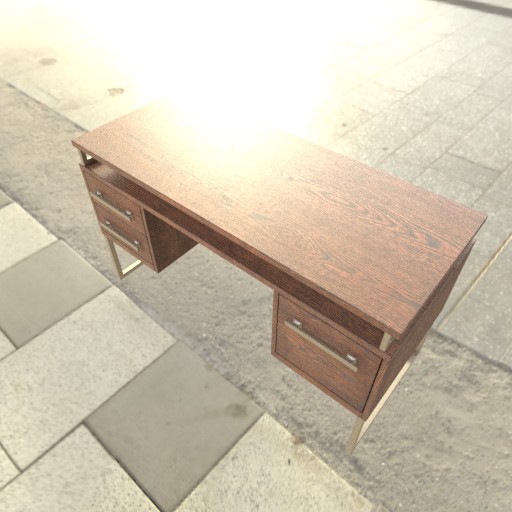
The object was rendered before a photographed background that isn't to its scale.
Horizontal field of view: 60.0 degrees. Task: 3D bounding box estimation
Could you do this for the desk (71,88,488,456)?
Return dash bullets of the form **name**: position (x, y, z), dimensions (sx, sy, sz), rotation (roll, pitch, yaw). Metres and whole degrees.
- **desk**: position (0.000, 0.000, 1.814), dimensions (1.384, 0.792, 0.610), rotation (31, 53, 27)
